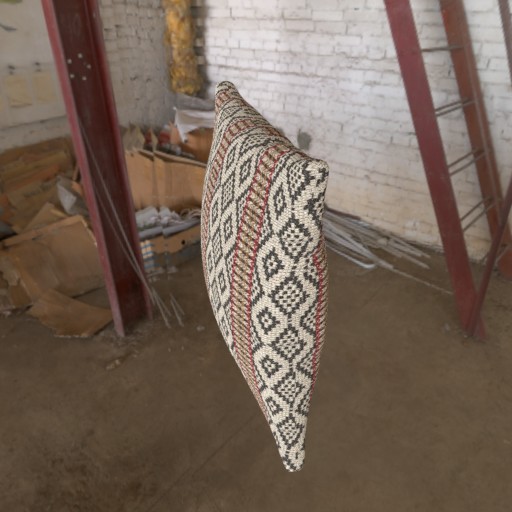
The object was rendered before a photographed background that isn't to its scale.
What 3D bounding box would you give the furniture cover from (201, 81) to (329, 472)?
[{"bbox_3d":[0.000,0.000,0.778,0.182,0.506,0.503,-7,31,-13],"label":"furniture cover"}]
